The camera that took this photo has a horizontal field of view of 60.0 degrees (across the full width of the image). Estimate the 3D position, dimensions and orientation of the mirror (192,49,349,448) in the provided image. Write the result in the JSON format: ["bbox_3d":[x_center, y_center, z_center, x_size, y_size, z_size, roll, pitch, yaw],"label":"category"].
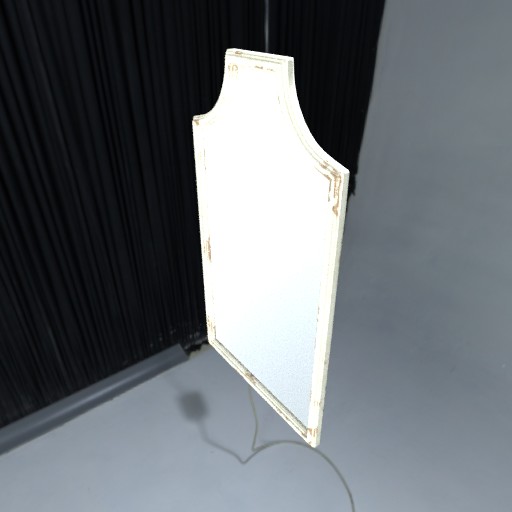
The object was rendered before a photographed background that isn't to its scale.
[{"bbox_3d":[0.000,0.000,0.858,0.022,0.717,0.403,-21,37,-31],"label":"mirror"}]
